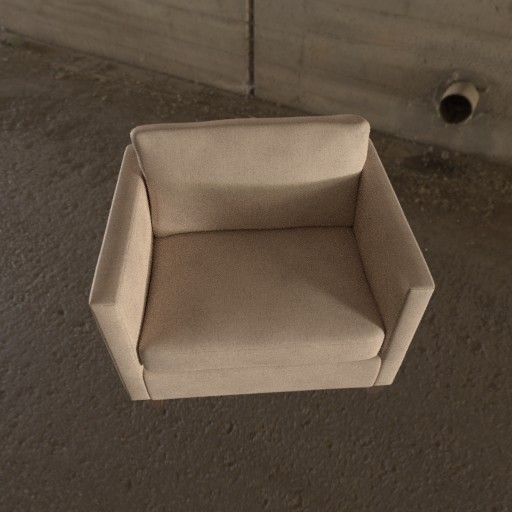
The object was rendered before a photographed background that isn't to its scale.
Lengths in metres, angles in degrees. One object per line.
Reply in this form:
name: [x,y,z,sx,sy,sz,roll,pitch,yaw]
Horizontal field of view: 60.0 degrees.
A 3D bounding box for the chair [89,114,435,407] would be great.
chair: [0.000,0.000,1.896,1.133,0.961,0.959,-3,46,-3]
